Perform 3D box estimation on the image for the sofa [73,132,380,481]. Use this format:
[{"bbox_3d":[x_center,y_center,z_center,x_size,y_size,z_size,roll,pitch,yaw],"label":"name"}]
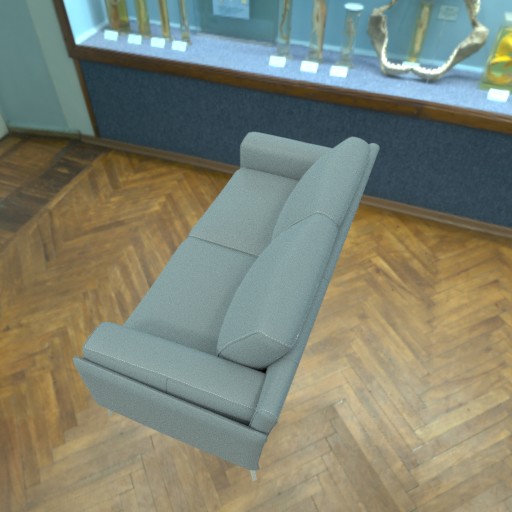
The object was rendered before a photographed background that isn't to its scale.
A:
[{"bbox_3d":[0.000,0.000,2.598,0.969,0.900,2.100,16,48,15],"label":"sofa"}]
